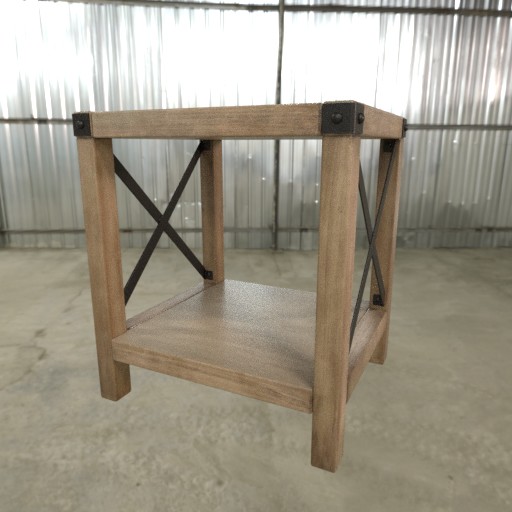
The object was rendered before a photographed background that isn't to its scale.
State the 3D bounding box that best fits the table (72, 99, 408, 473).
[{"bbox_3d":[0.000,0.000,0.922,0.510,0.561,0.459,7,16,25],"label":"table"}]
